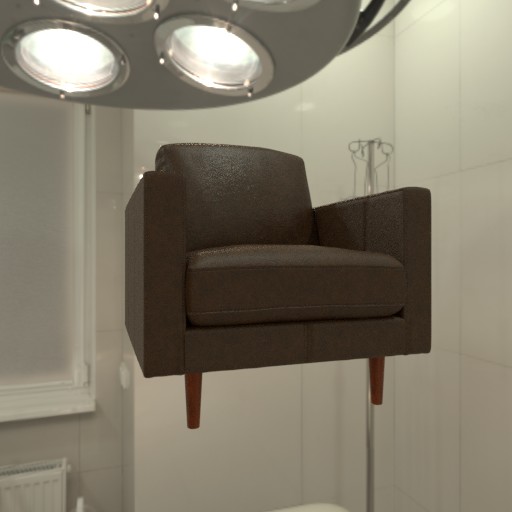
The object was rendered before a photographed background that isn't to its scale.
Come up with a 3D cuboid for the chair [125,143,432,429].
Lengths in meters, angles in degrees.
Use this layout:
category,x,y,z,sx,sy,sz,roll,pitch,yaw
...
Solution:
category,x,y,z,sx,sy,sz,roll,pitch,yaw
chair,0.000,0.000,1.641,0.890,0.956,0.909,0,0,-19
